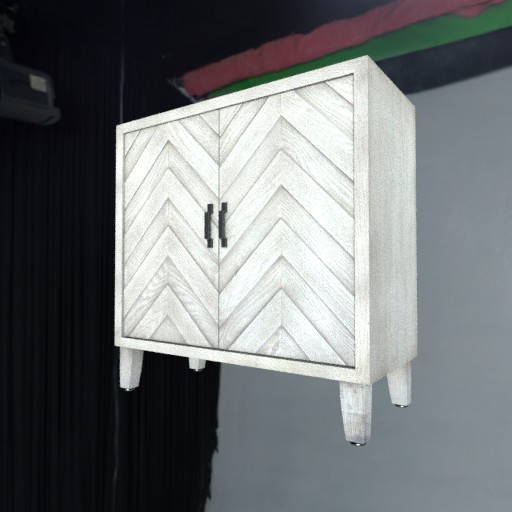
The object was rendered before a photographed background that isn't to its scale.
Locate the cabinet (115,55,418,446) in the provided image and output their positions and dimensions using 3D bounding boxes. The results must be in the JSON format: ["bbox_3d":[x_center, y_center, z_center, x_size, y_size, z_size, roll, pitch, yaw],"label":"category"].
[{"bbox_3d":[0.000,0.000,1.242,0.781,0.787,0.370,-1,-2,35],"label":"cabinet"}]
